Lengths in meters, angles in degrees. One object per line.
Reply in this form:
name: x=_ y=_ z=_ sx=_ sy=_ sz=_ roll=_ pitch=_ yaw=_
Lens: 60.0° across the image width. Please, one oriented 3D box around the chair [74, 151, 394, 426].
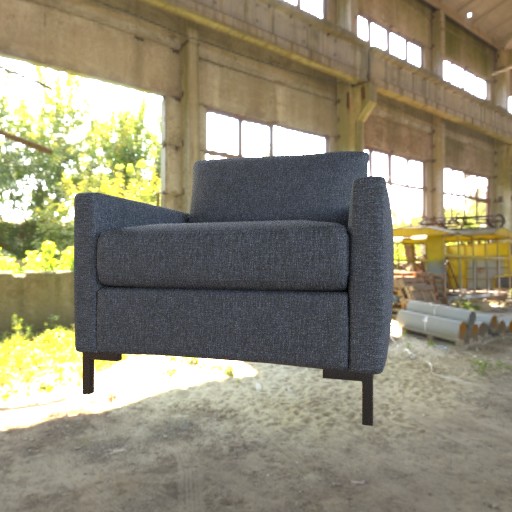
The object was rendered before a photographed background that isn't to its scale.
chair: x=0.000 y=0.000 z=1.625 sx=0.963 sy=0.861 sz=0.866 roll=0 pitch=-1 yaw=18
